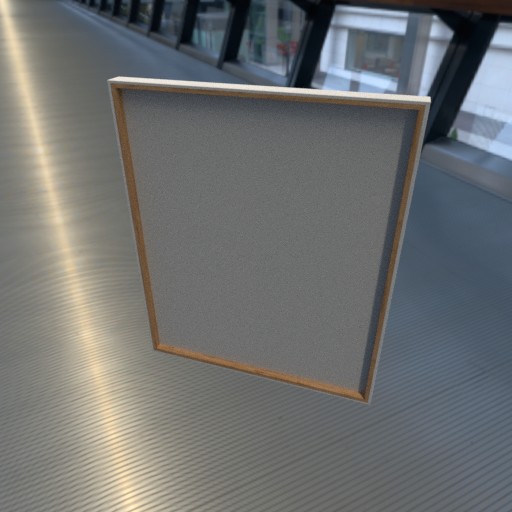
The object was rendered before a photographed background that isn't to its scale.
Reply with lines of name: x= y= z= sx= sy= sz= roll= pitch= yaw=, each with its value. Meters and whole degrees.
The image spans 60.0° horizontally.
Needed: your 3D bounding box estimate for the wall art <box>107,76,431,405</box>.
wall art: x=0.000 y=0.000 z=0.838 sx=0.508 sy=0.606 sz=0.037 roll=10 pitch=33 yaw=15
